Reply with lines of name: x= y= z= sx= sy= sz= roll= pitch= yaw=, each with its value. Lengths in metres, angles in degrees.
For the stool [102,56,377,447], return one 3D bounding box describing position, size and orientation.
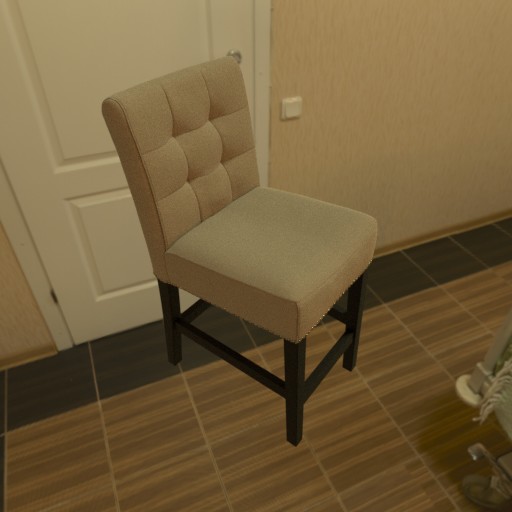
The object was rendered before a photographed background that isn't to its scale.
stool: x=0.000 y=0.000 z=1.223 sx=0.571 sy=0.885 sz=0.427 roll=26 pitch=46 yaw=28
